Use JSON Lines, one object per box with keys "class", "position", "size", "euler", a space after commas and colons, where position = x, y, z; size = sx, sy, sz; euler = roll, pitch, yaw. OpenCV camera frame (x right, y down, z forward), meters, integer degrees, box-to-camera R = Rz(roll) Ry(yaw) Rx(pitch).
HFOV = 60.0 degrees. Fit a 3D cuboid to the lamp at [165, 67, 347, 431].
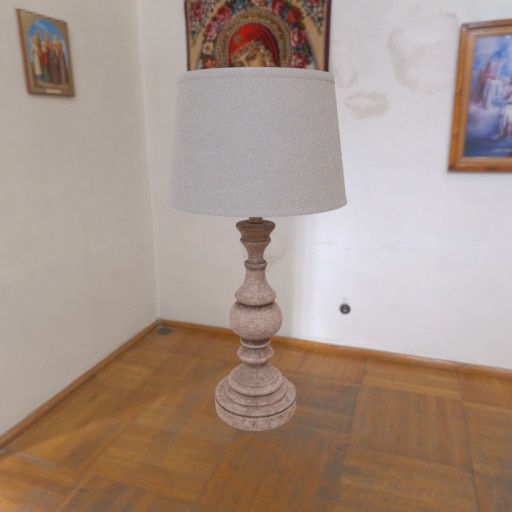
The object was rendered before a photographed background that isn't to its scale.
{"class": "lamp", "position": [0.000, 0.000, 0.872], "size": [0.340, 0.678, 0.340], "euler": [0, 17, 0]}
